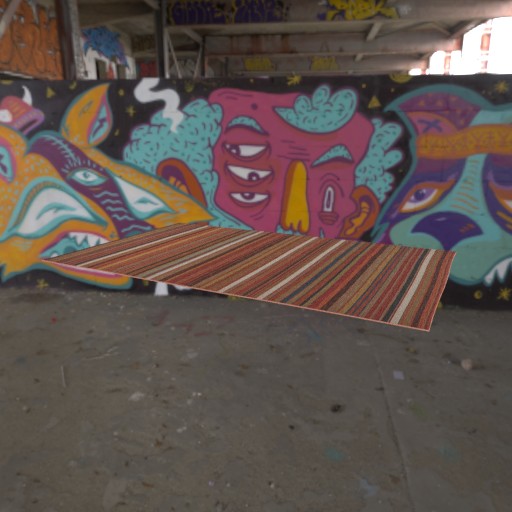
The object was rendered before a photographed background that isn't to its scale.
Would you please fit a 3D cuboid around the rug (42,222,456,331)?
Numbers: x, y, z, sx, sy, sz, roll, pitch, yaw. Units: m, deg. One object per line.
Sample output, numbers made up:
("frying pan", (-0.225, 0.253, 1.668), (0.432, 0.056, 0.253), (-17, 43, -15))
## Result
("rug", (0.000, 0.000, 3.060), (2.438, 0.008, 1.523), (8, 17, 26))
